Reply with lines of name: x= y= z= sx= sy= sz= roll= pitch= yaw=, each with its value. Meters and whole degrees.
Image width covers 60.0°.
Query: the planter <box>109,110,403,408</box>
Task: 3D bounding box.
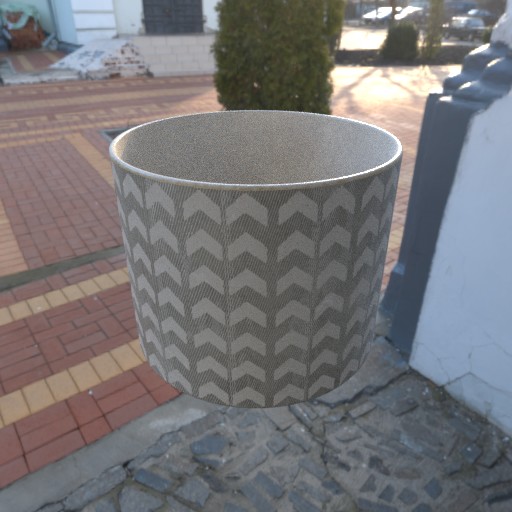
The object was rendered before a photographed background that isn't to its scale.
planter: x=0.000 y=0.000 z=0.341 sx=0.190 sy=0.181 sz=0.190 roll=0 pitch=29 yaw=0
